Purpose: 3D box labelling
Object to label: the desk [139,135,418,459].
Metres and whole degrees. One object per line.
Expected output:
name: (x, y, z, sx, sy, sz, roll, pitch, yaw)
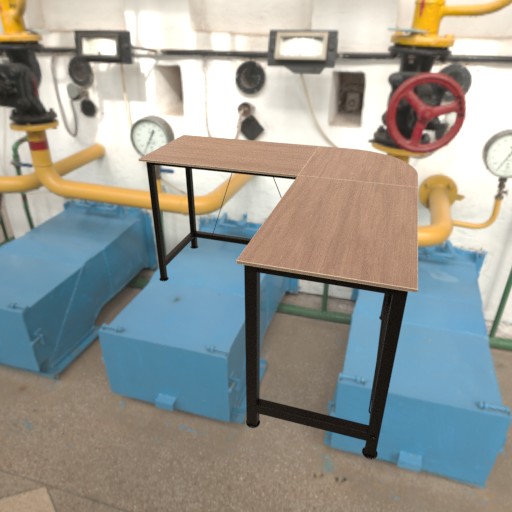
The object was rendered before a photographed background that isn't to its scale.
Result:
desk: (0.000, 0.000, 2.195, 1.400, 0.762, 1.400, 9, 30, 15)
